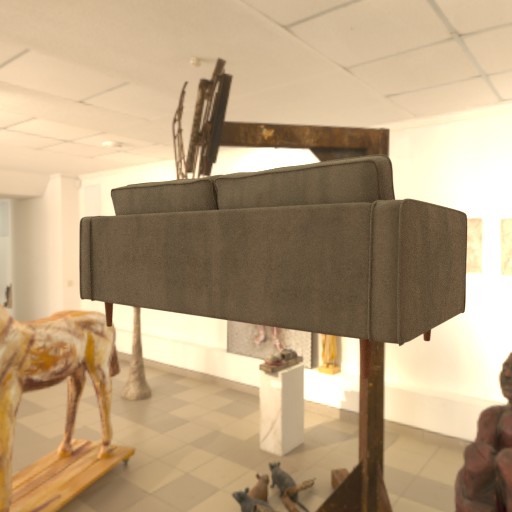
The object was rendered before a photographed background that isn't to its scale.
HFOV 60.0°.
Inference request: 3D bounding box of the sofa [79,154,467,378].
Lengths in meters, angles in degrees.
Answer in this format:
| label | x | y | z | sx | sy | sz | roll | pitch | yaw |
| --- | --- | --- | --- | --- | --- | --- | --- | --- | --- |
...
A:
| label | x | y | z | sx | sy | sz | roll | pitch | yaw |
| --- | --- | --- | --- | --- | --- | --- | --- | --- | --- |
| sofa | 0.000 | 0.000 | 2.359 | 1.920 | 0.825 | 0.924 | 2 | 3 | 37 |
